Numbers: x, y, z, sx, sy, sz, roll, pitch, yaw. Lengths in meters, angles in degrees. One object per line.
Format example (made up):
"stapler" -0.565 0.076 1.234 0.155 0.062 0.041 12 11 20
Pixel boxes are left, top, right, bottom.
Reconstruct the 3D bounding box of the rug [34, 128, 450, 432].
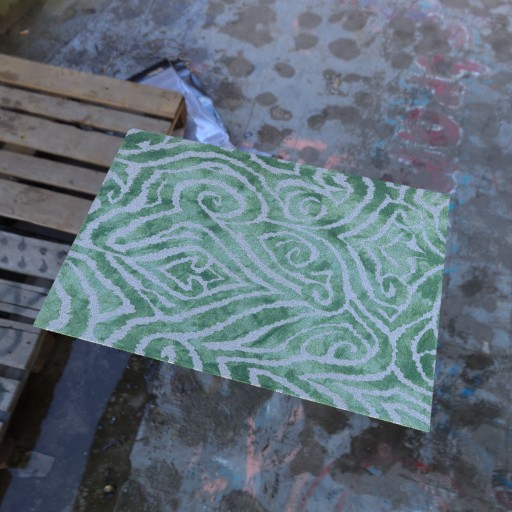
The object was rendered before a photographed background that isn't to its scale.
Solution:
"rug" 0.000 0.000 2.217 1.826 0.006 1.220 13 65 6
